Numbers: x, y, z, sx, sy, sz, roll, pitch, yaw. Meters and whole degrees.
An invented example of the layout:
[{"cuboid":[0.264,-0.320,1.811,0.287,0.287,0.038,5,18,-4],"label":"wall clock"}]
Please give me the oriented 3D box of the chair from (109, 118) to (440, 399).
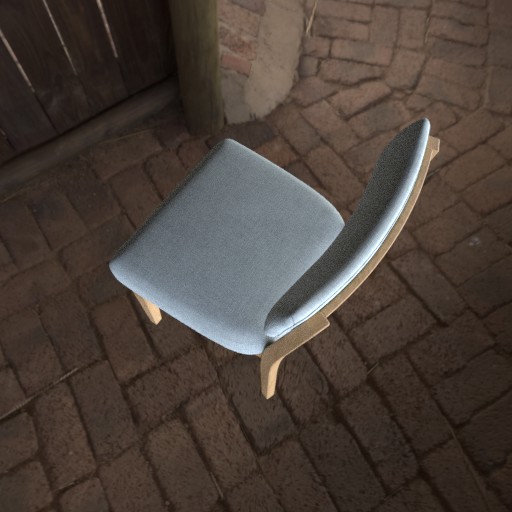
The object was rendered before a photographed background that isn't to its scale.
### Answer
[{"cuboid":[0.000,0.000,1.151,0.572,0.832,0.508,31,67,15],"label":"chair"}]
